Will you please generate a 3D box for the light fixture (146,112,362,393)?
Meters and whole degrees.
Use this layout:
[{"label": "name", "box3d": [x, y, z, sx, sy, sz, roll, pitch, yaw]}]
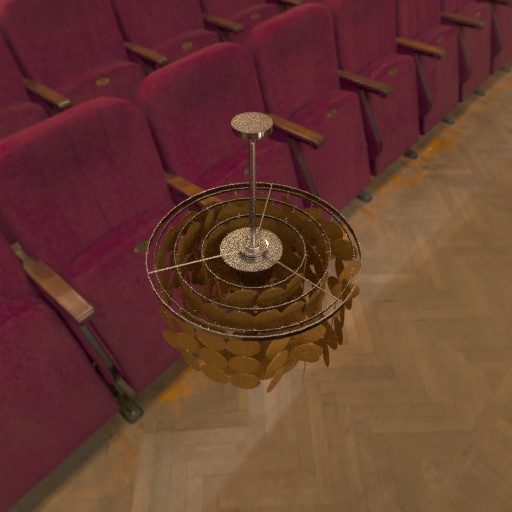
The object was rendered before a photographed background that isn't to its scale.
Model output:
[{"label": "light fixture", "box3d": [0.000, 0.000, 0.747, 0.368, 0.492, 0.368, 0, 46, 0]}]
